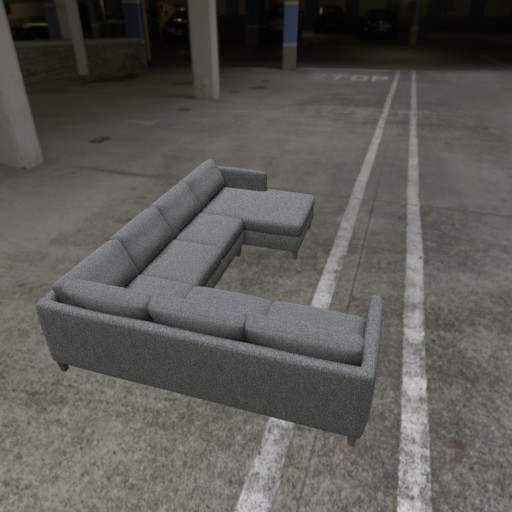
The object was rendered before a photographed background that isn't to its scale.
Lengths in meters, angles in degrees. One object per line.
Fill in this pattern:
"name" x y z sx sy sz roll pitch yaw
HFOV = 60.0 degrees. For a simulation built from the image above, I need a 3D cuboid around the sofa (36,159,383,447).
"sofa" 0.000 0.000 4.457 2.551 0.853 3.238 9 33 15
